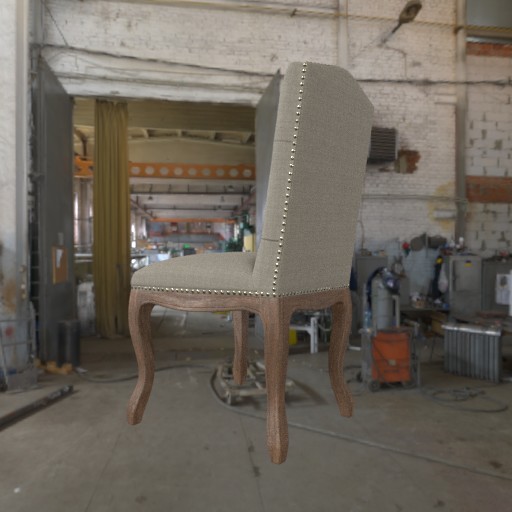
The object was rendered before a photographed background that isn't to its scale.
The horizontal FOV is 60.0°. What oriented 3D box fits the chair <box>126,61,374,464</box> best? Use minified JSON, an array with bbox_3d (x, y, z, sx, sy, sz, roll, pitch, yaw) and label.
[{"bbox_3d":[0.000,0.000,1.619,0.731,1.191,0.637,0,1,37],"label":"chair"}]
